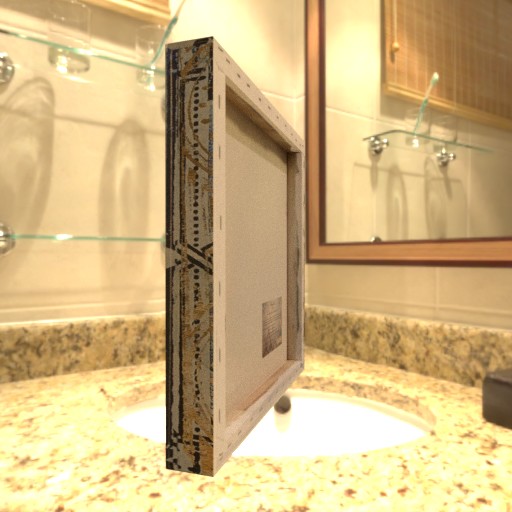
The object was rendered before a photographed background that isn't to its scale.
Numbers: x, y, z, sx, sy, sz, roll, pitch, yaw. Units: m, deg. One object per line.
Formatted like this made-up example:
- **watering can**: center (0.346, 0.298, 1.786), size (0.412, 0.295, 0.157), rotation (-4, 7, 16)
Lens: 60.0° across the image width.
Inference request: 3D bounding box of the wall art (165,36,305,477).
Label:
- **wall art**: center (0.000, 0.000, 0.455), size (0.038, 0.306, 0.302), rotation (0, 0, 18)
